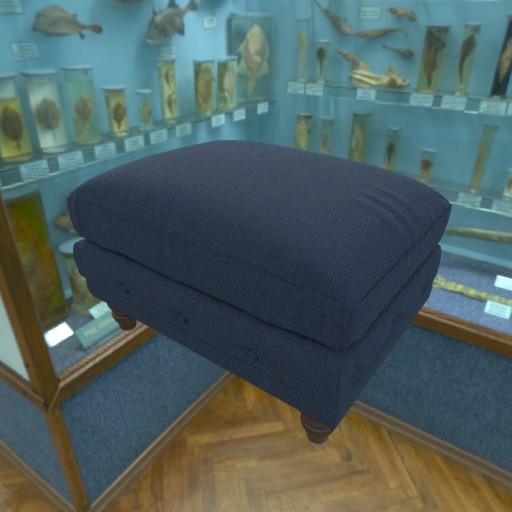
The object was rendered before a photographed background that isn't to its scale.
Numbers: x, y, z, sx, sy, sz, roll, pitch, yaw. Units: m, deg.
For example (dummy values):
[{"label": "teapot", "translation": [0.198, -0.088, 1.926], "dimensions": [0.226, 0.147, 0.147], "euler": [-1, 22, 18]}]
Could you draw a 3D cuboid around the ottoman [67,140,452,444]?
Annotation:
[{"label": "ottoman", "translation": [0.000, 0.000, 1.123], "dimensions": [0.767, 0.486, 0.558], "euler": [20, 35, 31]}]
